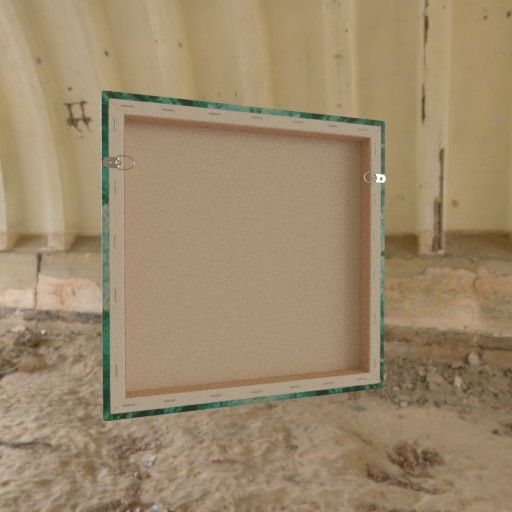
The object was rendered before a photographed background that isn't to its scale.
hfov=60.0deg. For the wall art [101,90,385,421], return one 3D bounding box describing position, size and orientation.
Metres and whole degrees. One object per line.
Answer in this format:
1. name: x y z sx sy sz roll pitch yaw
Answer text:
1. wall art: 0.000 0.000 0.772 0.507 0.508 0.038 0 1 -19
